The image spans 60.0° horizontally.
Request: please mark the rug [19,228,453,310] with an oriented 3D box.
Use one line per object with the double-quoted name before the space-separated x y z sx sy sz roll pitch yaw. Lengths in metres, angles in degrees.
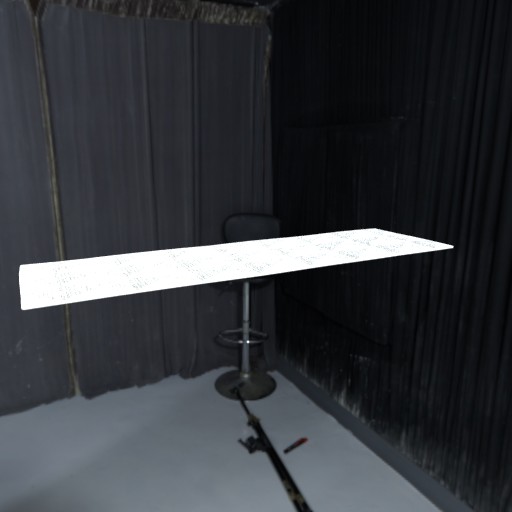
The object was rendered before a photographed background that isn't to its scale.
"rug" 0.000 0.000 2.300 2.182 0.015 0.645 -7 15 -26
